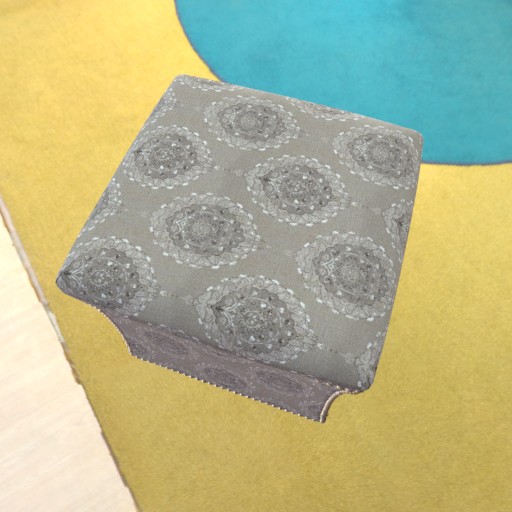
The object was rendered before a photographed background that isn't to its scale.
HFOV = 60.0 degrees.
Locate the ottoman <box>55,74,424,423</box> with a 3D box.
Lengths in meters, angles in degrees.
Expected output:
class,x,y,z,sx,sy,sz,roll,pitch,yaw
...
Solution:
class,x,y,z,sx,sy,sz,roll,pitch,yaw
ottoman,0.000,0.000,0.908,0.507,0.473,0.497,17,64,9
